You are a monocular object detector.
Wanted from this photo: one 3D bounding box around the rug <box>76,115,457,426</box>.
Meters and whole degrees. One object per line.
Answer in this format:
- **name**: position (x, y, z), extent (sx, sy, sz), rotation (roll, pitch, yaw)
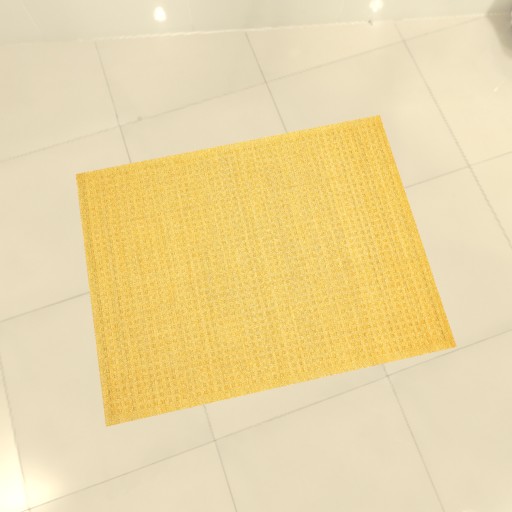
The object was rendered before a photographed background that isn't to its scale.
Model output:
- **rug**: position (0.000, 0.000, 4.319), extent (3.242, 0.015, 2.486), rotation (-12, 75, -3)
